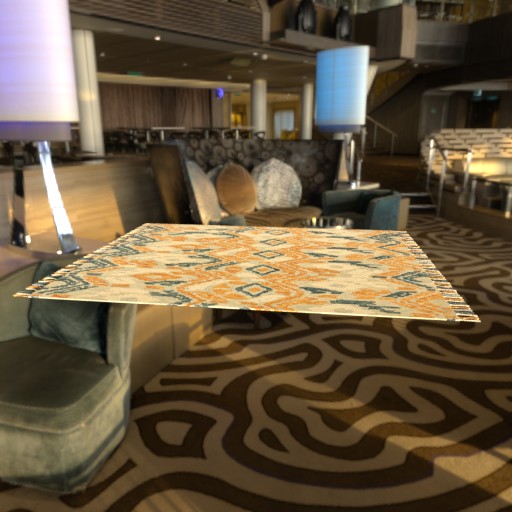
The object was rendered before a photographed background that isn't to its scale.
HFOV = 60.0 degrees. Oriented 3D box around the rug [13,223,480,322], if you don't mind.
[{"bbox_3d":[0.000,0.000,3.992,3.048,0.010,2.439,2,16,8],"label":"rug"}]
